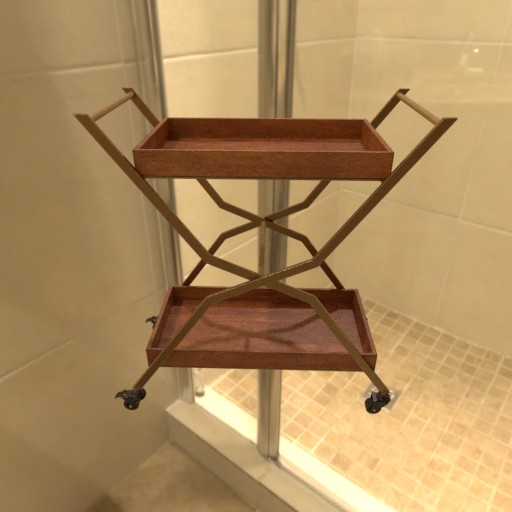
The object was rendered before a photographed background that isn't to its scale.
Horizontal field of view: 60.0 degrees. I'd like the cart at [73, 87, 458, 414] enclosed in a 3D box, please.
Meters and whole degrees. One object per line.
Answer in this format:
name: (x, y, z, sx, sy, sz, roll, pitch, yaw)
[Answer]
cart: (0.000, 0.000, 1.289, 0.836, 0.869, 0.405, 1, 29, 2)
